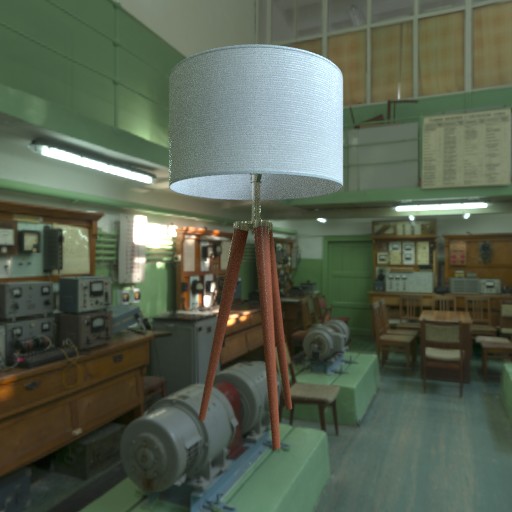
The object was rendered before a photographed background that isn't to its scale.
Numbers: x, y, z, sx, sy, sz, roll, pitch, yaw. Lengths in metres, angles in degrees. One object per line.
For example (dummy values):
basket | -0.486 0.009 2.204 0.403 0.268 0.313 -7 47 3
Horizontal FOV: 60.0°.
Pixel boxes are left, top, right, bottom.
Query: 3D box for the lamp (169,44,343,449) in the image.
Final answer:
lamp | 0.000 0.000 0.919 0.354 0.709 0.355 0 0 21
